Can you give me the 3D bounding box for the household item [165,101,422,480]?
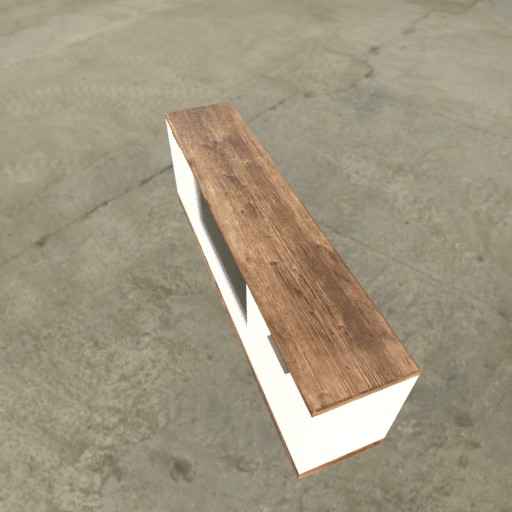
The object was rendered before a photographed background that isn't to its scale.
[{"bbox_3d":[0.000,0.000,2.110,0.390,0.615,1.800,-16,49,-14],"label":"household item"}]
